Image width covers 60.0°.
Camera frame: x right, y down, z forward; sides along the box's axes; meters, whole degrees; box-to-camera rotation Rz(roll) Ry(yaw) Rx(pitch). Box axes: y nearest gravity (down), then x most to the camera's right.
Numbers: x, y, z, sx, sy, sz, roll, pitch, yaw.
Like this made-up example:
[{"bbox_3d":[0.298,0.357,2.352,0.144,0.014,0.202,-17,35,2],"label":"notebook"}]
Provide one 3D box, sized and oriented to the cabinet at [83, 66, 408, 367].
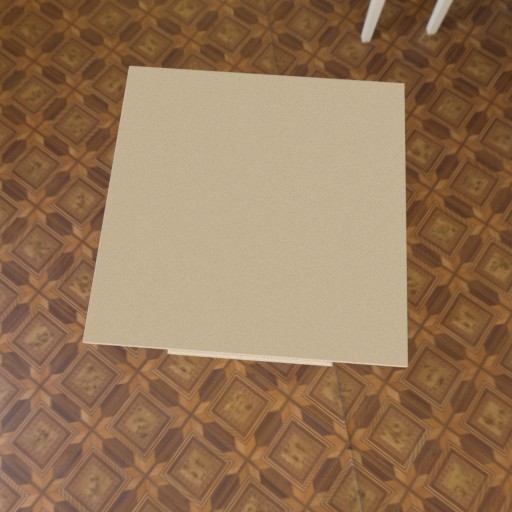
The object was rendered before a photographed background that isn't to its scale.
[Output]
[{"bbox_3d":[0.000,0.000,1.184,0.547,0.775,0.544,4,75,1],"label":"cabinet"}]
